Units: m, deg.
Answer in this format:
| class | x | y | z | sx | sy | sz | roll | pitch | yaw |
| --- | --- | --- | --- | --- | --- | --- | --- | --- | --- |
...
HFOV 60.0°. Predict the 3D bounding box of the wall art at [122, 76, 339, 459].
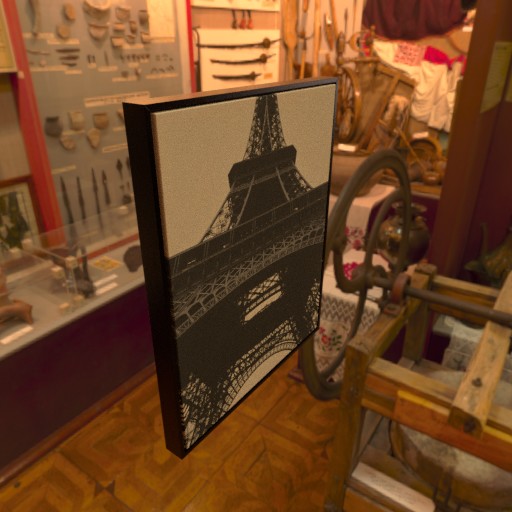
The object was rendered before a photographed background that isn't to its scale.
| class | x | y | z | sx | sy | sz | roll | pitch | yaw |
| --- | --- | --- | --- | --- | --- | --- | --- | --- | --- |
| wall art | 0.000 | 0.000 | 0.771 | 0.039 | 0.553 | 0.451 | 18 | 32 | 32 |
